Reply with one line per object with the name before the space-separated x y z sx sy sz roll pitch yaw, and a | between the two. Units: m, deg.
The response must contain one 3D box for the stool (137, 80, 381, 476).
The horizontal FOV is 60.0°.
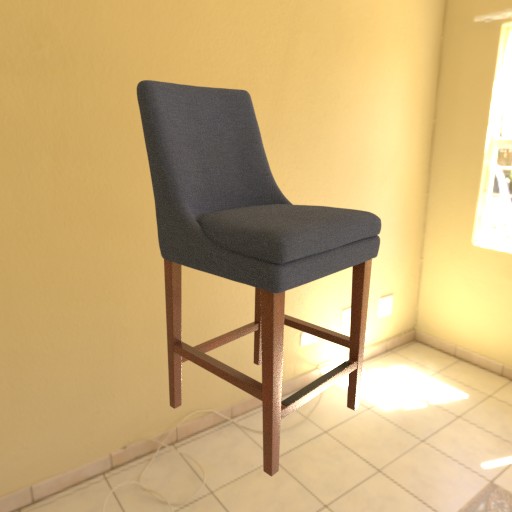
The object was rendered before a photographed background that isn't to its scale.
stool | 0.000 0.000 1.310 0.577 0.981 0.470 14 20 42
